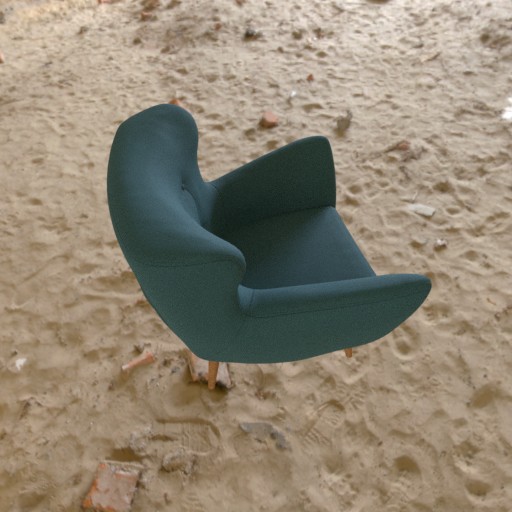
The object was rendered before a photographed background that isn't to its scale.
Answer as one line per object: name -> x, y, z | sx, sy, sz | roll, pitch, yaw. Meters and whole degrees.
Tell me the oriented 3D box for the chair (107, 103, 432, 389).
chair -> 0.000, 0.000, 1.627 | 0.889, 0.889, 0.890 | -11, 47, -11
